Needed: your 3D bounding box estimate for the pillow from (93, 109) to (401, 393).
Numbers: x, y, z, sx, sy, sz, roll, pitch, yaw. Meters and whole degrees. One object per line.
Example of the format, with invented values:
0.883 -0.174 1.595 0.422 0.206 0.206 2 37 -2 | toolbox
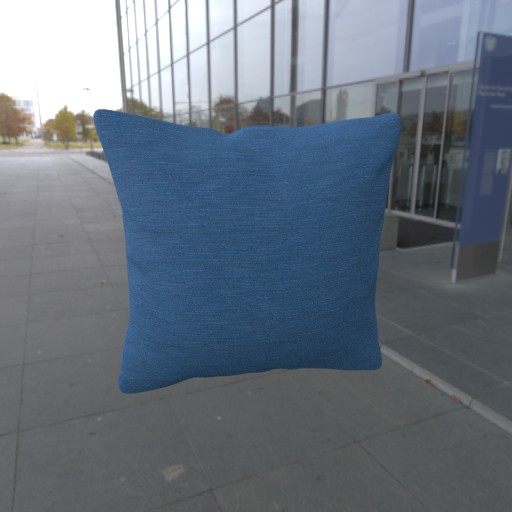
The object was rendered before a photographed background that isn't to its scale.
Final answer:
0.000 0.000 0.672 0.437 0.420 0.177 -3 15 -10 | pillow
